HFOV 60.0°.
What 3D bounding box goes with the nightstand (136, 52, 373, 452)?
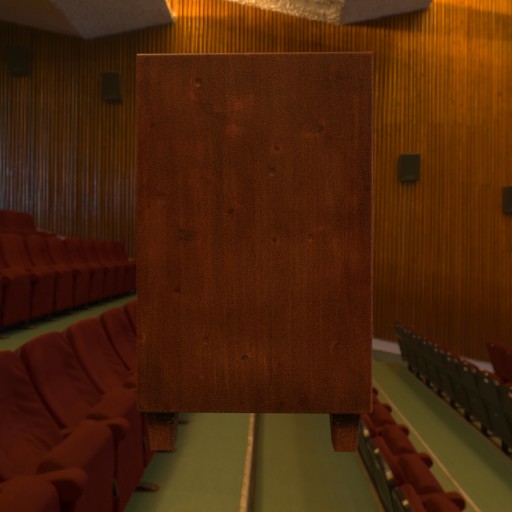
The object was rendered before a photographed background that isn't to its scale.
[{"bbox_3d":[0.000,0.000,0.989,0.410,0.695,0.465,0,0,1],"label":"nightstand"}]
